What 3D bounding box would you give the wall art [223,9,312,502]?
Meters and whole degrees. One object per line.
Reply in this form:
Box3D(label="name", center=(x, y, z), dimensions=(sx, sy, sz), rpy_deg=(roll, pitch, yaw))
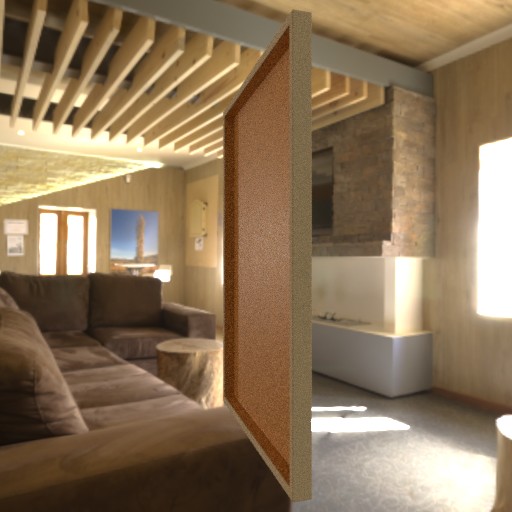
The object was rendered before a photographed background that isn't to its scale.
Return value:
Box3D(label="wall art", center=(0.000, 0.000, 1.120), dimensions=(0.038, 0.914, 0.610), rpy_deg=(0, 0, -16))
